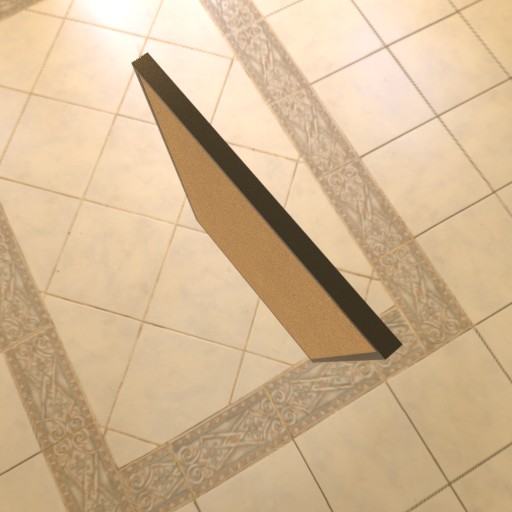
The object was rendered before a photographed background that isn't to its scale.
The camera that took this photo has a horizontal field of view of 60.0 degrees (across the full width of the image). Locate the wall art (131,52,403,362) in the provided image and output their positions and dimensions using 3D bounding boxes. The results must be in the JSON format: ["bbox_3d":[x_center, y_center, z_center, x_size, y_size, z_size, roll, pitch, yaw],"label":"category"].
[{"bbox_3d":[0.000,0.000,1.376,0.043,1.046,0.788,-38,79,-9],"label":"wall art"}]
